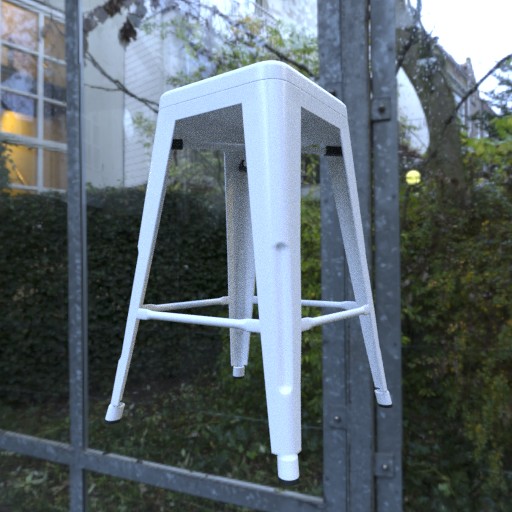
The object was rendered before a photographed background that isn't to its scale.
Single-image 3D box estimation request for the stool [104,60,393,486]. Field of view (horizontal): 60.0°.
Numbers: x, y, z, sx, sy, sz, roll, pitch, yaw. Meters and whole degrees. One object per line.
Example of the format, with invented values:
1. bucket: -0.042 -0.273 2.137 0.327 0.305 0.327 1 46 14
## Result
1. stool: 0.000 0.000 0.862 0.406 0.610 0.406 0 -1 35
